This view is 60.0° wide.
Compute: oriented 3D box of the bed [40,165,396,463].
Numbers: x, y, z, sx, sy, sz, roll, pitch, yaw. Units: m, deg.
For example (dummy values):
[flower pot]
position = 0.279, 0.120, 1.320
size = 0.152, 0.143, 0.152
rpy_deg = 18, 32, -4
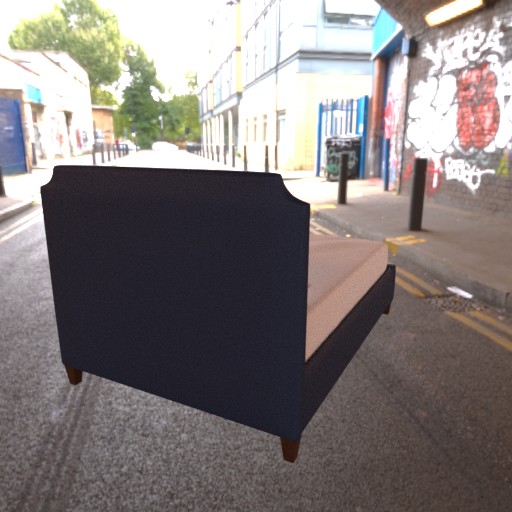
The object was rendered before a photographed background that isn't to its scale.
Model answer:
[bed]
position = 0.000, 0.000, 3.385
size = 1.712, 1.443, 2.372
rpy_deg = 8, 16, 27
